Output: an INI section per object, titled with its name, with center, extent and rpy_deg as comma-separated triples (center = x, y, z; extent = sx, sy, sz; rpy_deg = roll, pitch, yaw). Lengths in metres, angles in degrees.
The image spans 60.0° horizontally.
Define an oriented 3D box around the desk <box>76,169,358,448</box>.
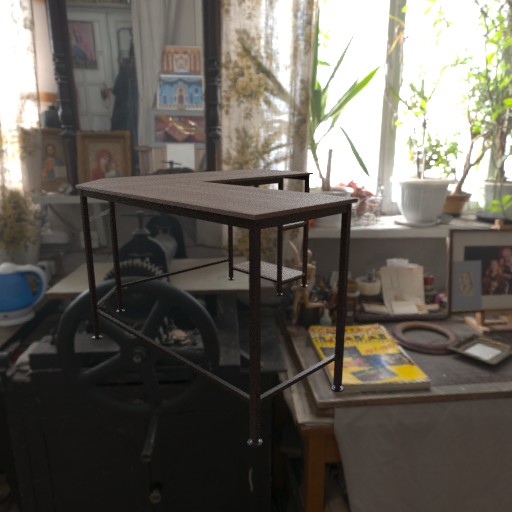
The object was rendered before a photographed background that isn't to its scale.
[desk]
center = 0.000, 0.000, 2.224
extent = 1.379, 0.739, 1.379
rpy_deg = -14, 20, -43
